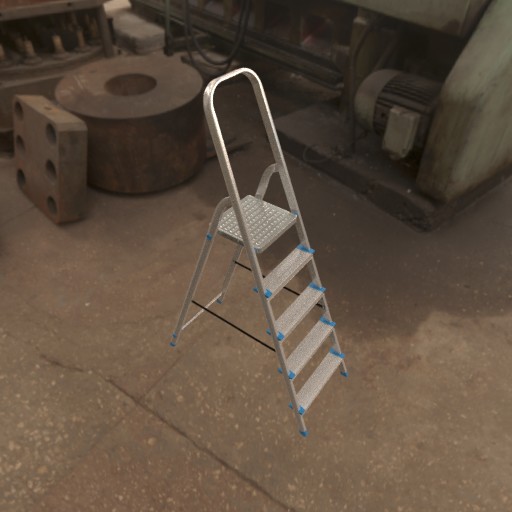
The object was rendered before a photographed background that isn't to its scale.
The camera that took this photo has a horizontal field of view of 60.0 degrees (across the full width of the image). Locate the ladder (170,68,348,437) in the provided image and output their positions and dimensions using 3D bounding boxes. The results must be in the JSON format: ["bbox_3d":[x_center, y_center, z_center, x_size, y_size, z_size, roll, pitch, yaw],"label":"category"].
[{"bbox_3d":[0.000,0.000,2.102,0.990,1.648,0.468,26,48,27],"label":"ladder"}]
